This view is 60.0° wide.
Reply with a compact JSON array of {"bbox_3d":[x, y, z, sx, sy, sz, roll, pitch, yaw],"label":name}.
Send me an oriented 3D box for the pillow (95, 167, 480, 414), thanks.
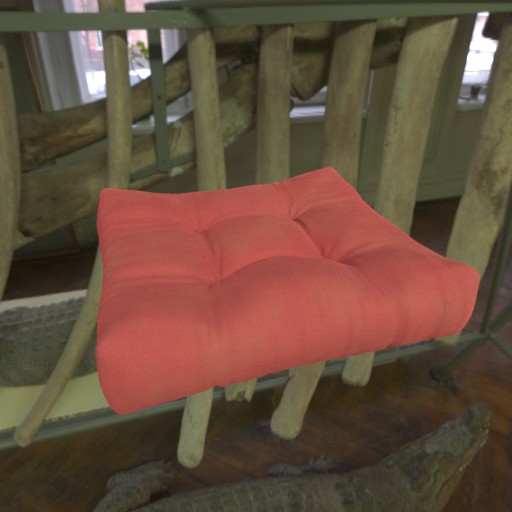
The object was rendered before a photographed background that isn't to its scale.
[{"bbox_3d":[0.000,0.000,0.717,0.490,0.128,0.468,-9,32,-14],"label":"pillow"}]
